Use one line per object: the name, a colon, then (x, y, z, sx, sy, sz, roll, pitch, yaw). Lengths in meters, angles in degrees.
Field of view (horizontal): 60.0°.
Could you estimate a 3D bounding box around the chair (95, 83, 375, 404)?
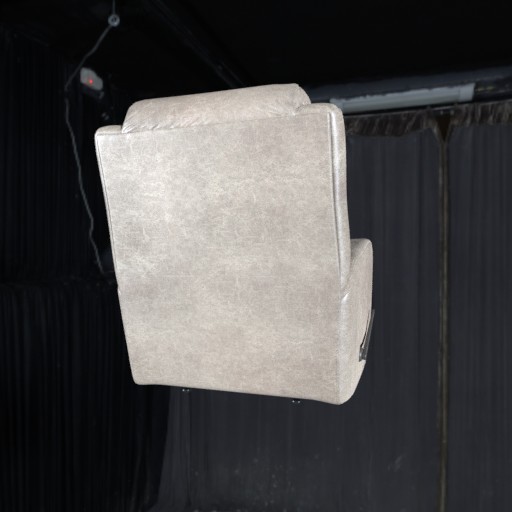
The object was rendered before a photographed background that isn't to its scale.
chair: (0.000, 0.000, 1.922, 0.967, 1.116, 1.068, 0, 0, 18)
